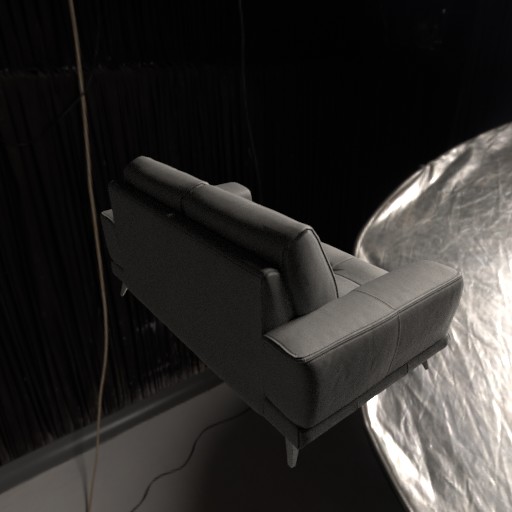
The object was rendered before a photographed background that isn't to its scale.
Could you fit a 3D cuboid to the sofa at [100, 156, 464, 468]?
[{"bbox_3d":[0.000,0.000,2.344,1.018,0.907,1.806,-19,32,-34],"label":"sofa"}]
